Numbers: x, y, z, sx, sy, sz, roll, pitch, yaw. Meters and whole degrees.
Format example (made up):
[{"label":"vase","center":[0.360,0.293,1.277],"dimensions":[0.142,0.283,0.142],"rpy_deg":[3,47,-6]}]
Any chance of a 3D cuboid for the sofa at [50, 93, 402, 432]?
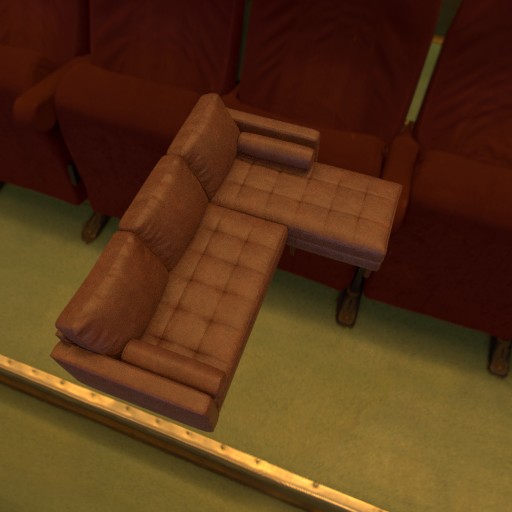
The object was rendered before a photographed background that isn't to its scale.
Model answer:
[{"label":"sofa","center":[0.000,0.000,2.914],"dimensions":[1.613,0.841,2.185],"rpy_deg":[17,60,10]}]
